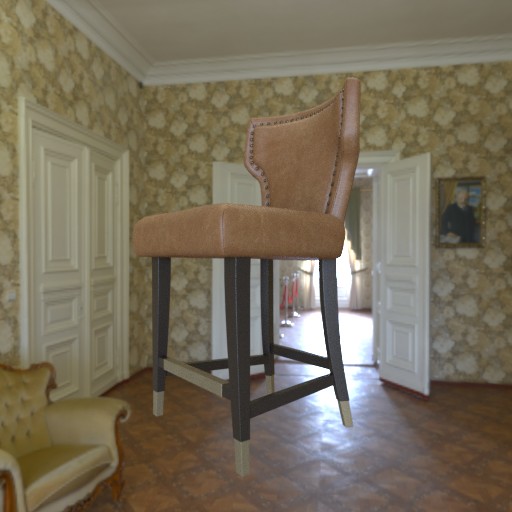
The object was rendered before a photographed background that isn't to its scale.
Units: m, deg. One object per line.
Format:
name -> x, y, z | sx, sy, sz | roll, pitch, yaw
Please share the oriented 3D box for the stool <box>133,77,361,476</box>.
stool -> 0.000, 0.000, 1.304 | 0.563, 0.982, 0.526 | 0, 0, -36
